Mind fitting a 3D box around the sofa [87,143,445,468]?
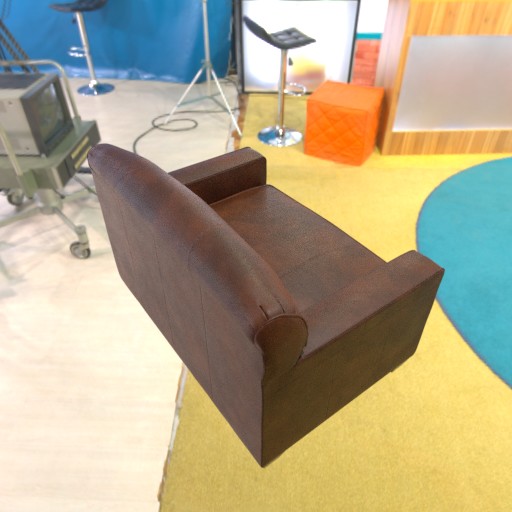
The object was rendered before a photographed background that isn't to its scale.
[{"bbox_3d":[0.000,0.000,2.119,1.000,0.956,1.413,-25,46,-27],"label":"sofa"}]
